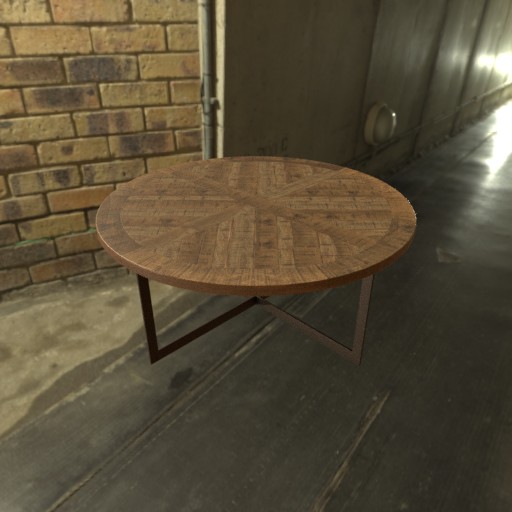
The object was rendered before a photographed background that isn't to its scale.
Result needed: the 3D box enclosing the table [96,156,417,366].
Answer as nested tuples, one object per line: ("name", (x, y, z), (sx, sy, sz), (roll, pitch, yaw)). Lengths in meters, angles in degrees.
("table", (0.000, 0.000, 1.955), (1.264, 0.516, 1.264), (0, 30, 0))
